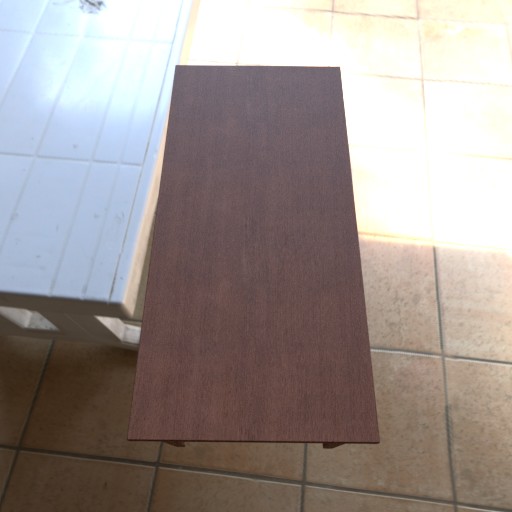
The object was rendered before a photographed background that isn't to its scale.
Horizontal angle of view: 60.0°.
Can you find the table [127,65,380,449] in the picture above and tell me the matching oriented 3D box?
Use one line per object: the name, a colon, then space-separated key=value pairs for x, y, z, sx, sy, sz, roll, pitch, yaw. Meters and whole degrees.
table: x=0.000 y=0.000 z=1.272 sx=0.483 sy=0.457 sz=1.016 roll=1 pitch=64 yaw=0
